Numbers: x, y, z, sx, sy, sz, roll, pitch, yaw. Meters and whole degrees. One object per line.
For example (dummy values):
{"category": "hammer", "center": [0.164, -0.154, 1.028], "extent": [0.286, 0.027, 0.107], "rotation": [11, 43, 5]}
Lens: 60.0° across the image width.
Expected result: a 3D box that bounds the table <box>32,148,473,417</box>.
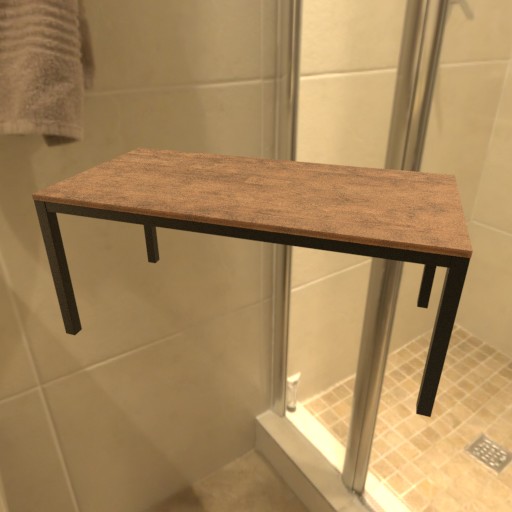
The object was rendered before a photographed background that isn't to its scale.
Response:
{"category": "table", "center": [0.000, 0.000, 2.272], "extent": [1.805, 0.767, 0.893], "rotation": [9, 29, 16]}
